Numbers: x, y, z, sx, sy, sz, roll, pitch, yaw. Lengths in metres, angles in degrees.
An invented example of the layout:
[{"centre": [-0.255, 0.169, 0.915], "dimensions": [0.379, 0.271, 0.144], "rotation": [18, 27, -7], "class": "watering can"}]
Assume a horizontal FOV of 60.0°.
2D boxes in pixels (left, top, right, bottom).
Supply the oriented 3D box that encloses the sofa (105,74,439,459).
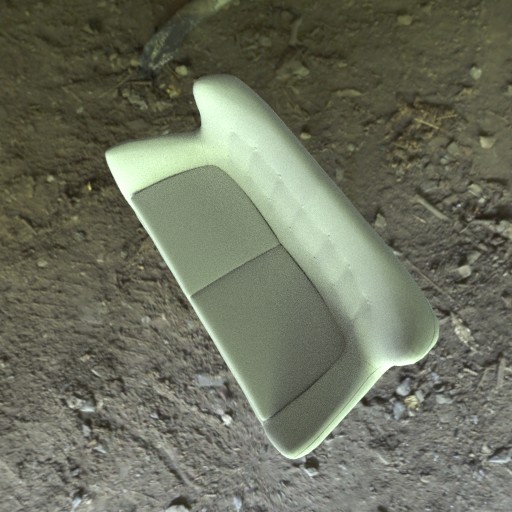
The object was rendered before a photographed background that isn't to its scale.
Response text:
[{"centre": [0.000, 0.000, 2.452], "dimensions": [0.899, 0.890, 1.930], "rotation": [-30, 69, -13], "class": "sofa"}]
